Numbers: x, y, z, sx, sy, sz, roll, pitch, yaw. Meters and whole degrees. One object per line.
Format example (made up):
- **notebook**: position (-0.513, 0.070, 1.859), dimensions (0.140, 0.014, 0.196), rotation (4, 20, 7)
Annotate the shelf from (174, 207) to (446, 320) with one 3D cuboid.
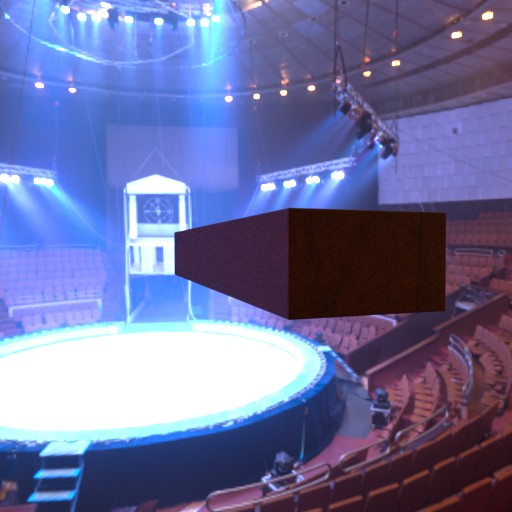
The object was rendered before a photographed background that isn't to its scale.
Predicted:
- **shelf**: position (0.000, 0.000, 0.659), dimensions (0.152, 0.088, 0.607), rotation (0, 1, -19)
